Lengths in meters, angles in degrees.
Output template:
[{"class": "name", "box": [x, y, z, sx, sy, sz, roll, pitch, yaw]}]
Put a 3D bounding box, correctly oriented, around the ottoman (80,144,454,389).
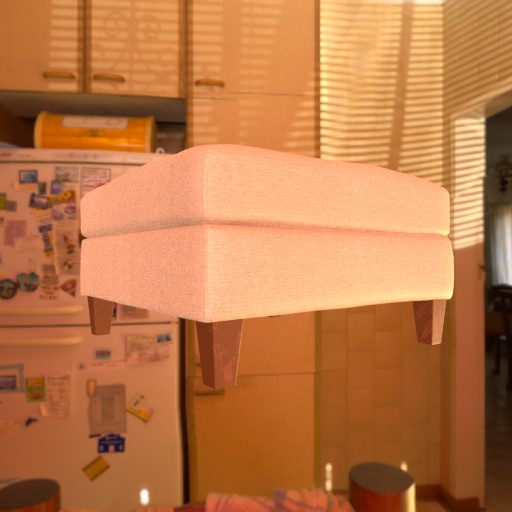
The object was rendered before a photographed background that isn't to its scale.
[{"class": "ottoman", "box": [0.000, 0.000, 1.356, 0.838, 0.503, 0.838, 0, 0, -37]}]
